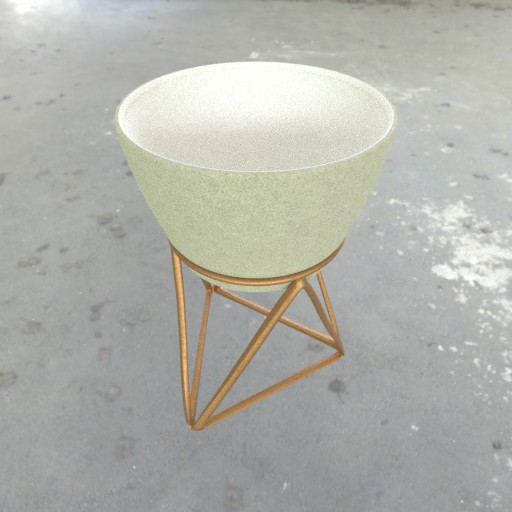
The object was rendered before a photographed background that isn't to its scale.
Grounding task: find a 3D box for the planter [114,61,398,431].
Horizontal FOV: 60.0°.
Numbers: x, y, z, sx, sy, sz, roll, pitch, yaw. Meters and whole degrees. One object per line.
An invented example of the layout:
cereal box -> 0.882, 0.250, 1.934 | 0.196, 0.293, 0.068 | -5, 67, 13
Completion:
planter -> 0.000, 0.000, 0.724 | 0.350, 0.504, 0.350 | 1, 41, 1
